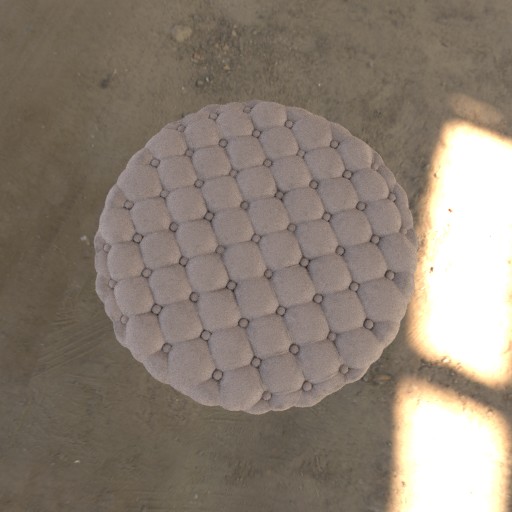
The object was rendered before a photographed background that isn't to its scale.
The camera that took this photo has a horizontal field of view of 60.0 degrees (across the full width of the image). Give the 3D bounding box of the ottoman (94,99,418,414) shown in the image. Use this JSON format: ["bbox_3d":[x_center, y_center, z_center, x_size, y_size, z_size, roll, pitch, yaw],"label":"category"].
[{"bbox_3d":[0.000,0.000,1.494,0.998,0.399,0.998,0,74,0],"label":"ottoman"}]
